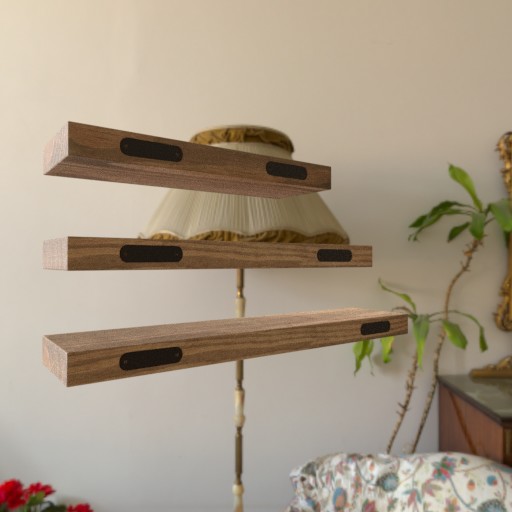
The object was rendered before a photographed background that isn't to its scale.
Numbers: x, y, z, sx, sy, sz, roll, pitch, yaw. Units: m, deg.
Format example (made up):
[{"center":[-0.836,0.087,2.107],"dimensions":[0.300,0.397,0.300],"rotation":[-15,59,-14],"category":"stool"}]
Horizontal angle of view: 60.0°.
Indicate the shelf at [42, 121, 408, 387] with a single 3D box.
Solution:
[{"center":[0.000,0.000,0.720],"dimensions":[0.610,0.293,0.140],"rotation":[0,-1,-36],"category":"shelf"}]
